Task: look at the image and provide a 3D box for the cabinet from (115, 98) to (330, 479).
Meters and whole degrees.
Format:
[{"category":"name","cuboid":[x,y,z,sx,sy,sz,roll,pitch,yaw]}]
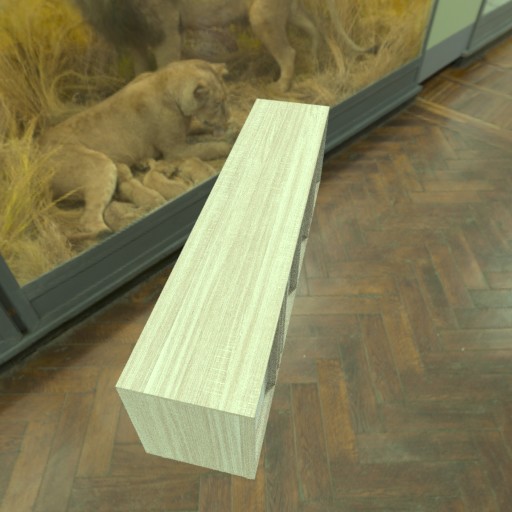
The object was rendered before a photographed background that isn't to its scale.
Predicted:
[{"category":"cabinet","cuboid":[0.000,0.000,2.539,0.500,0.780,2.200,9,47,9]}]
